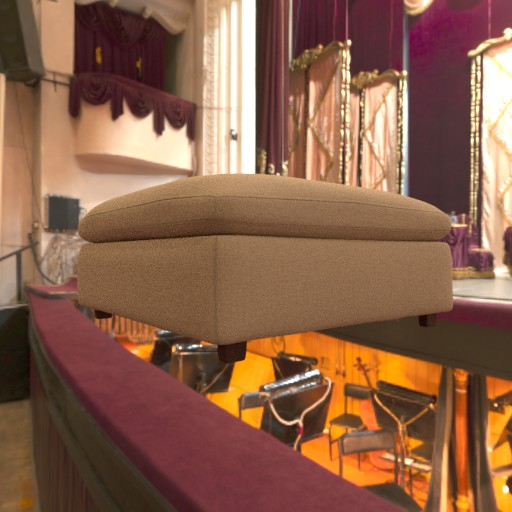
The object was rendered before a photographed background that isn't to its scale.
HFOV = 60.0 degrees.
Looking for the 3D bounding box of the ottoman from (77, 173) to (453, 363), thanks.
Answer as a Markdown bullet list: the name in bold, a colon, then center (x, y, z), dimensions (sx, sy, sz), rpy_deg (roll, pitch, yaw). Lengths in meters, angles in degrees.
- **ottoman**: center (0.000, 0.000, 1.564), dimensions (0.996, 0.467, 0.977), rpy_deg (0, 0, -38)
